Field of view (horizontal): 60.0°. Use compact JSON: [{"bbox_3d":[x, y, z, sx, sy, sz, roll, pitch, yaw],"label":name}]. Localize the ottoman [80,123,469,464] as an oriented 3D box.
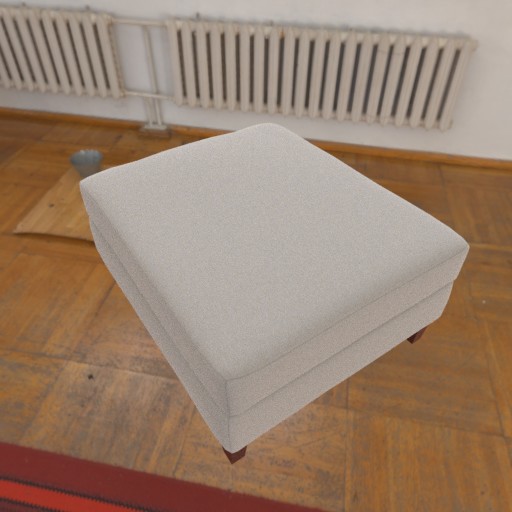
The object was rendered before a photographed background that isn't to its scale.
[{"bbox_3d":[0.000,0.000,1.486,0.836,0.492,0.976,-24,47,-25],"label":"ottoman"}]
